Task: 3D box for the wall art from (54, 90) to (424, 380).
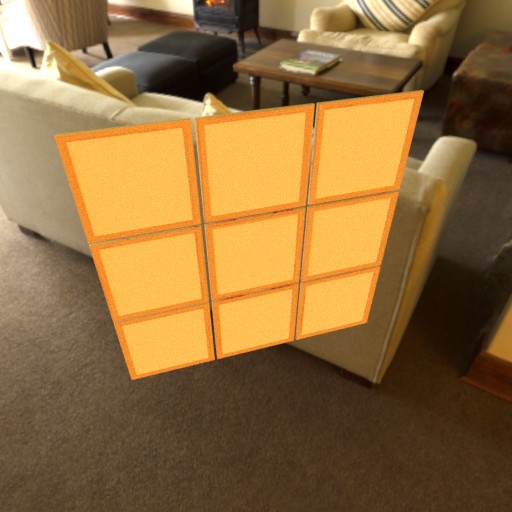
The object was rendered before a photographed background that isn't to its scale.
[{"bbox_3d":[0.000,0.000,2.258,1.517,1.523,0.013,-11,42,-13],"label":"wall art"}]
